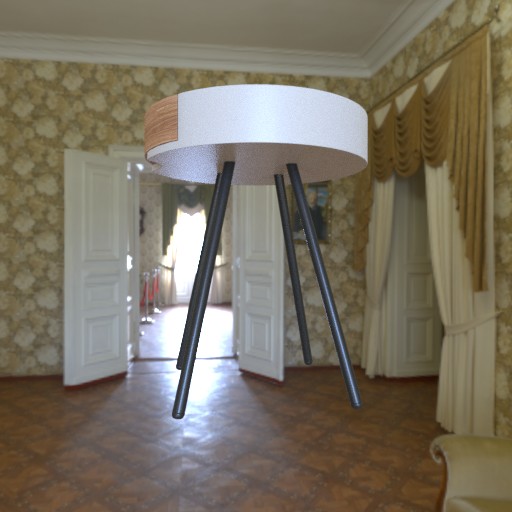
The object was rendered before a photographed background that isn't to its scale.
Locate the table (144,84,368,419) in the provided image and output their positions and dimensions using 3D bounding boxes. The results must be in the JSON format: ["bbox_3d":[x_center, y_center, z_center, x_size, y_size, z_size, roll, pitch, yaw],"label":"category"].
[{"bbox_3d":[0.000,0.000,0.890,0.450,0.525,0.450,0,0,0],"label":"table"}]
